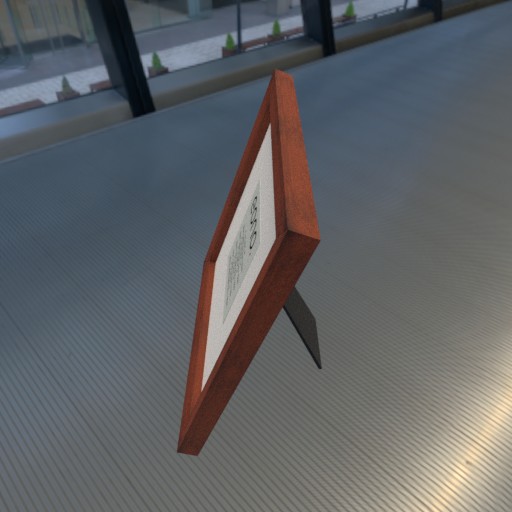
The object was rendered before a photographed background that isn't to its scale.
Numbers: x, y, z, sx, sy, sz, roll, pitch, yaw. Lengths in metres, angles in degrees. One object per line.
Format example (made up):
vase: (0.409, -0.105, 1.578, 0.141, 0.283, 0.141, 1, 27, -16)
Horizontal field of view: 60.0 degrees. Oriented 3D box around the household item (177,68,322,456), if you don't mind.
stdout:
household item: (0.000, 0.000, 0.387, 0.131, 0.240, 0.240, 0, 41, 0)
